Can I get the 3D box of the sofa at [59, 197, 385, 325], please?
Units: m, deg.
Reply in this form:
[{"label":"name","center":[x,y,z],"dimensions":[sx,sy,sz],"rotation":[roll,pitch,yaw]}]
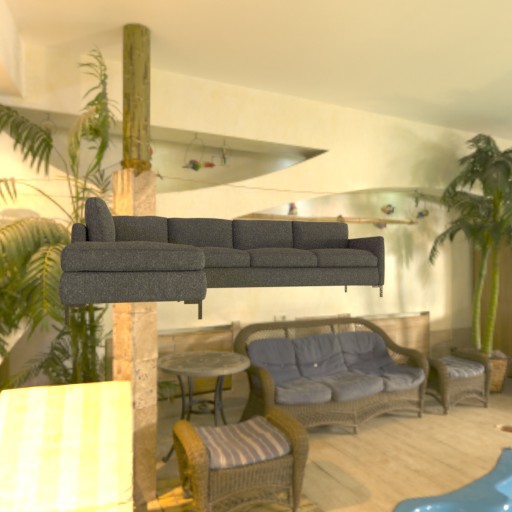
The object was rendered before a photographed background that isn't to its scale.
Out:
[{"label":"sofa","center":[0.000,0.000,3.840],"dimensions":[2.949,0.815,2.007],"rotation":[0,-1,-18]}]
